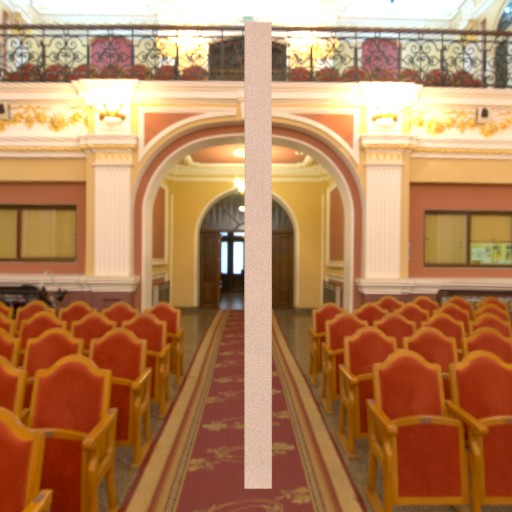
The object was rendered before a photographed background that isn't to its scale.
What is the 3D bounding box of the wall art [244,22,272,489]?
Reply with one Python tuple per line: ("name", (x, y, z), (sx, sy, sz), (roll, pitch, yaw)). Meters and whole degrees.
("wall art", (0.000, 0.000, 0.829), (0.037, 0.606, 0.508), (0, -1, -1))
